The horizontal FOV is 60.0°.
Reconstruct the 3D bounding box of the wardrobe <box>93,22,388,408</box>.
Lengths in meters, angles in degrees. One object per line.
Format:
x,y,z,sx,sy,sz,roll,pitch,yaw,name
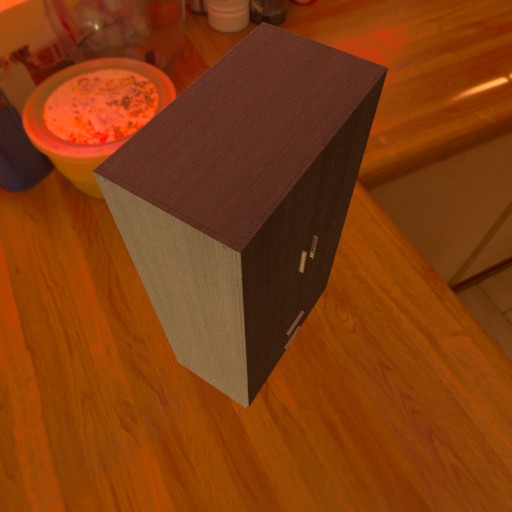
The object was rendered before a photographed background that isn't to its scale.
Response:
0.000,0.000,2.287,0.577,1.808,0.991,29,62,17,wardrobe
